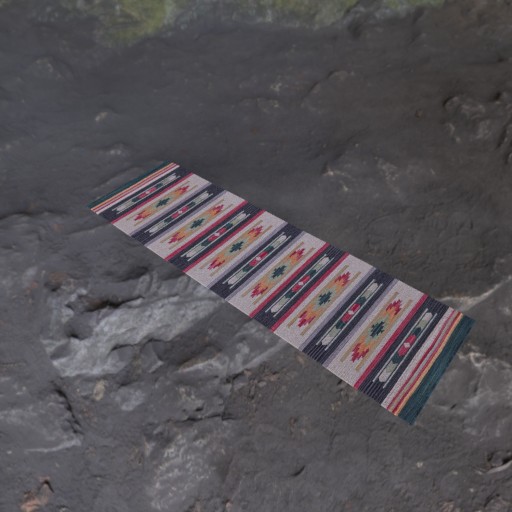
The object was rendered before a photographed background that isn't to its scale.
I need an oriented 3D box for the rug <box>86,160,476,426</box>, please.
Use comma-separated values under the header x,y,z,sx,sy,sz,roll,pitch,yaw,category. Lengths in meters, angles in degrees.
x,y,z,sx,sy,sz,roll,pitch,yaw,category
0.000,0.000,2.720,2.440,0.009,0.760,30,52,27,rug
